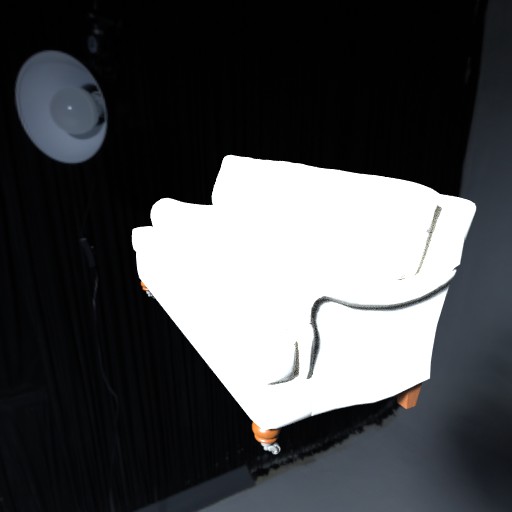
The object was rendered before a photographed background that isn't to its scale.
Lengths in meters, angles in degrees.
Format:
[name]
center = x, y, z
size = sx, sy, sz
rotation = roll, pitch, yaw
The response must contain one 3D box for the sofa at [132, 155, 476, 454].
[sofa]
center = 0.000, 0.000, 2.688
size = 1.086, 1.087, 2.159
rotation = -8, 19, -26
